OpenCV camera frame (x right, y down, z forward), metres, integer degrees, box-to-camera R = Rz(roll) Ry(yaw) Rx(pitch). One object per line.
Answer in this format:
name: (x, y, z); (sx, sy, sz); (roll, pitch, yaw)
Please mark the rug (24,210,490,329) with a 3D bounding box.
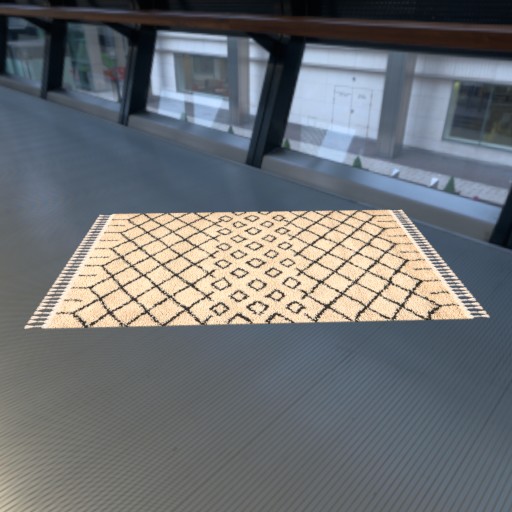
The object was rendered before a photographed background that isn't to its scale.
rug: (0.000, 0.000, 2.421); (2.006, 0.008, 1.196); (-1, 29, -2)
